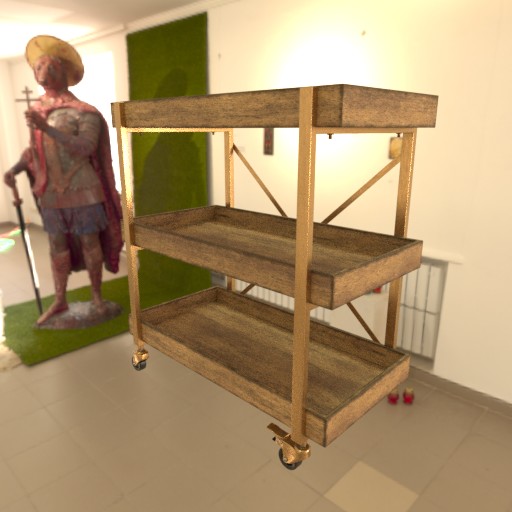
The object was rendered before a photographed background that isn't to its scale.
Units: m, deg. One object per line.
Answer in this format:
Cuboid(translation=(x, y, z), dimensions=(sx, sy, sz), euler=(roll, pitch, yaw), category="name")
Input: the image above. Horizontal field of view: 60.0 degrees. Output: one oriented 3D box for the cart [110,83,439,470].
Cuboid(translation=(0.000, 0.000, 1.196), dimensions=(0.750, 0.799, 0.416), euler=(15, 22, 42), category="cart")
